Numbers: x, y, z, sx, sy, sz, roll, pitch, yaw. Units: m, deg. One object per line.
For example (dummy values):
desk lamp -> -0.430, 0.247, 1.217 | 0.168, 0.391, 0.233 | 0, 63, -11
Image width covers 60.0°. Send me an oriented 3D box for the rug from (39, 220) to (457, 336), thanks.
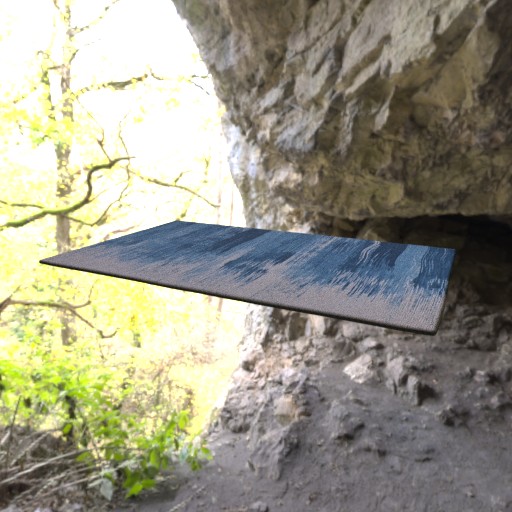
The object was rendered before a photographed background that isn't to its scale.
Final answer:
rug -> 0.000, 0.000, 3.026 | 2.450, 0.027, 1.540 | 8, 17, 25
